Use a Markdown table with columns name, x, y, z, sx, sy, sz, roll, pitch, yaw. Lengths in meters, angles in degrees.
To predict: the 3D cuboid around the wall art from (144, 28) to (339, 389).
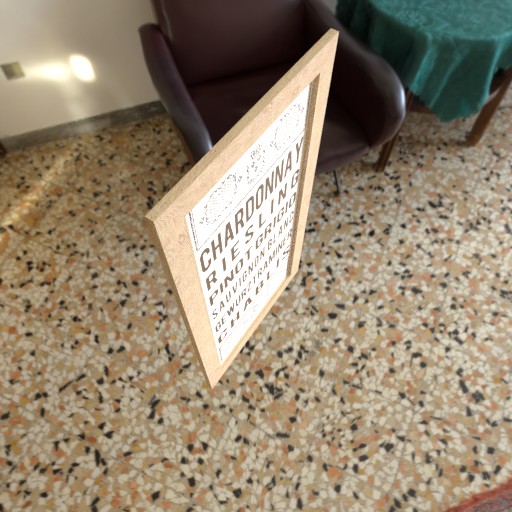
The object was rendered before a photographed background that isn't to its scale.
| name | x | y | z | sx | sy | sz | roll | pitch | yaw |
| --- | --- | --- | --- | --- | --- | --- | --- | --- | --- |
| wall art | 0.000 | 0.000 | 0.819 | 0.013 | 0.683 | 0.381 | 31 | 64 | 17 |
